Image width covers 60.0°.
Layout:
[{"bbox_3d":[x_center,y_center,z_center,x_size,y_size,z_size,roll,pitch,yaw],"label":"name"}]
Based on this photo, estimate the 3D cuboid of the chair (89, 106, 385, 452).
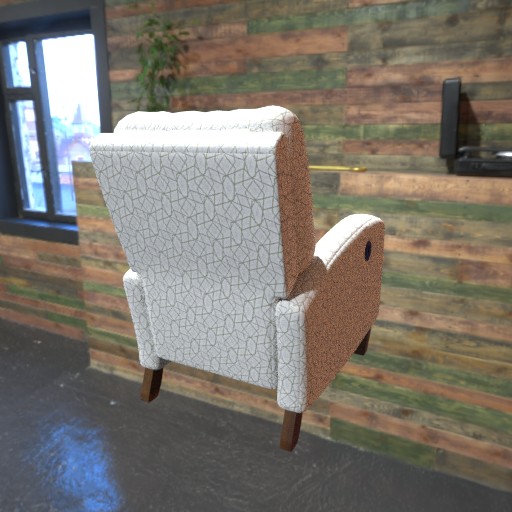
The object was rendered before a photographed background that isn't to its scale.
[{"bbox_3d":[0.000,0.000,1.739,0.796,1.064,0.995,8,17,27],"label":"chair"}]
